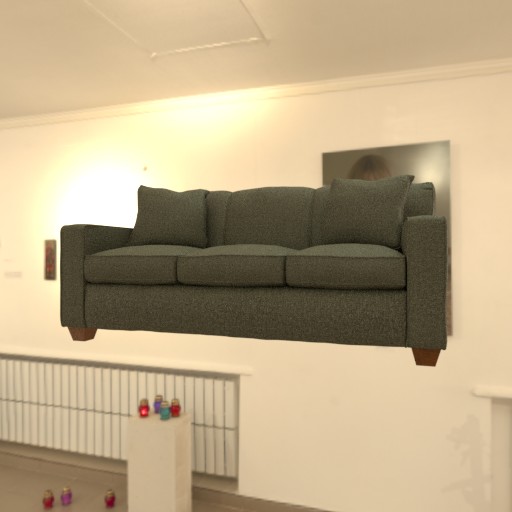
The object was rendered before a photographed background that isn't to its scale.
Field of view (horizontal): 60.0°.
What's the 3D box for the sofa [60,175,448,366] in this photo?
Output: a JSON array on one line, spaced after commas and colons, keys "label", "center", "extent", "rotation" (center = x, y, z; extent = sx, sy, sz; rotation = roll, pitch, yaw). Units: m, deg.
[{"label": "sofa", "center": [0.000, 0.000, 2.604], "extent": [2.024, 0.958, 0.997], "rotation": [0, 0, 18]}]
